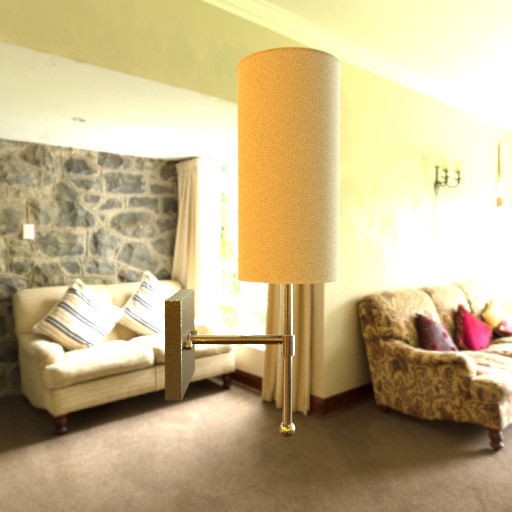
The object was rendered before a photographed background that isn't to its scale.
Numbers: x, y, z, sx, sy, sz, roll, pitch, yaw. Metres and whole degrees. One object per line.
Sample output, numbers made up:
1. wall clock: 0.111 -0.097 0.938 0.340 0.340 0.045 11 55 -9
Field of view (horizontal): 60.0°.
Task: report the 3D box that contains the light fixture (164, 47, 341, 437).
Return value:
1. light fixture: 0.000 0.000 0.557 0.208 0.462 0.128 0 2 0
